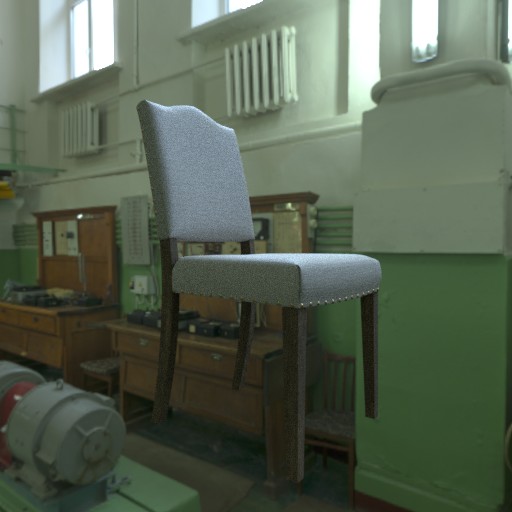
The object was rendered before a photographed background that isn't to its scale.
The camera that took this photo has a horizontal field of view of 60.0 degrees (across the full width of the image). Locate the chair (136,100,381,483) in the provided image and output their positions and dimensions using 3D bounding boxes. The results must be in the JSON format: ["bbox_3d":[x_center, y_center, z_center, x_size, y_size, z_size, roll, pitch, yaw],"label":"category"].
[{"bbox_3d":[0.000,0.000,1.373,0.620,1.020,0.508,1,2,36],"label":"chair"}]
